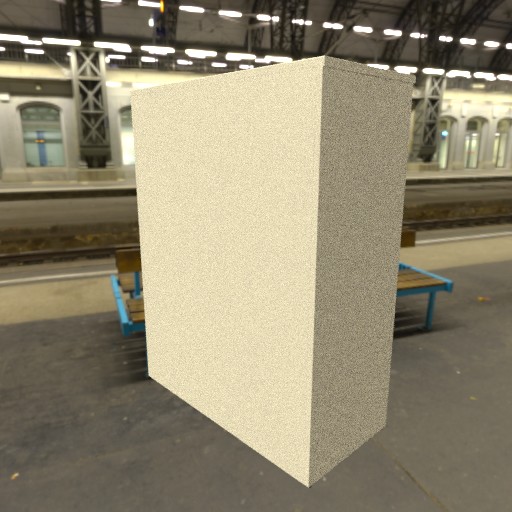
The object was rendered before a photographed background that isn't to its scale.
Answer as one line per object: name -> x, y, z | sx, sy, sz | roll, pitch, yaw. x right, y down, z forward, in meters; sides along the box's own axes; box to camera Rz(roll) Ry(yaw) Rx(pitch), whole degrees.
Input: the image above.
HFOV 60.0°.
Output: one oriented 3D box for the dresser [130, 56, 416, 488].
dresser -> 0.000, 0.000, 1.425 | 0.380, 1.040, 0.800 | -13, 19, -42
